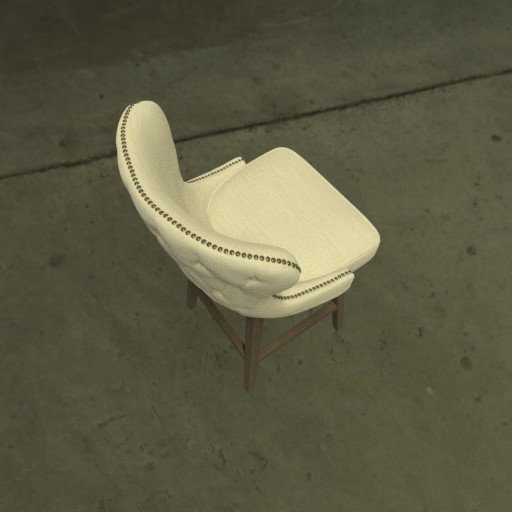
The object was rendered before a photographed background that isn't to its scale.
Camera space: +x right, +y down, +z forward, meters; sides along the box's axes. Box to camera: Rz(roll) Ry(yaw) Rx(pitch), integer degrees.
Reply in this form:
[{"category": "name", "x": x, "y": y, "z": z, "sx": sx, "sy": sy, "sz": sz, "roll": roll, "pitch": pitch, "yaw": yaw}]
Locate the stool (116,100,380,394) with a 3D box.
[{"category": "stool", "x": 0.000, "y": 0.000, "z": 1.388, "sx": 0.597, "sy": 0.972, "sz": 0.615, "roll": -31, "pitch": 62, "yaw": -18}]
